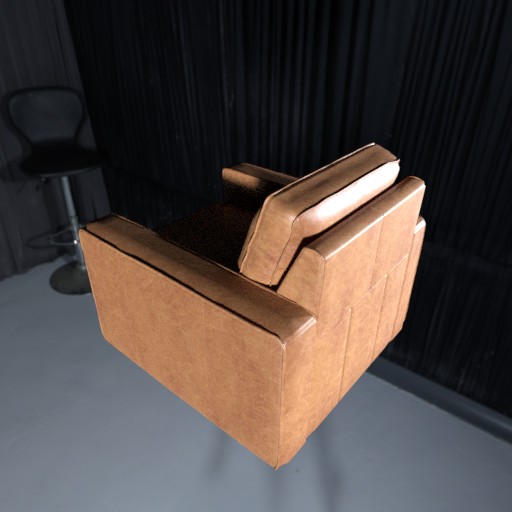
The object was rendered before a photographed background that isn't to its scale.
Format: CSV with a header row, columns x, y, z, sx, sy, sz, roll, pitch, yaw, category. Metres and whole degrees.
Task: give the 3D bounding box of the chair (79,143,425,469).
x,y,z,sx,sy,sz,roll,pitch,yaw,category
0.000,0.000,1.766,1.027,0.901,0.987,22,38,31,chair
